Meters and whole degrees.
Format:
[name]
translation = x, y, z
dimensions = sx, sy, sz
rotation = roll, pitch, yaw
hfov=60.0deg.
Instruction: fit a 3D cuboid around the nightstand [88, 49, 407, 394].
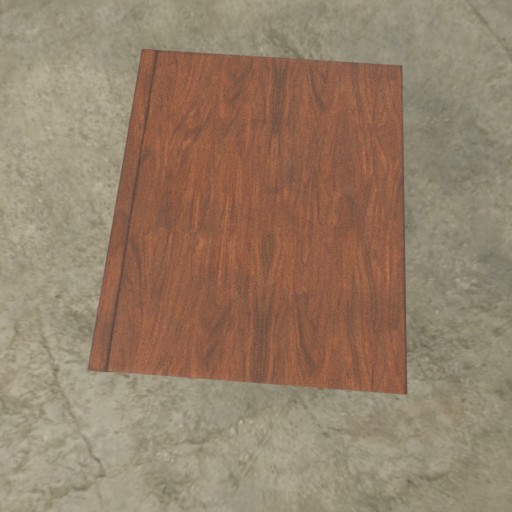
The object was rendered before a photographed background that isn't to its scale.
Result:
[nightstand]
translation = 0.000, 0.000, 0.958
dimensions = 0.445, 0.607, 0.521
rotation = 4, 75, 1
